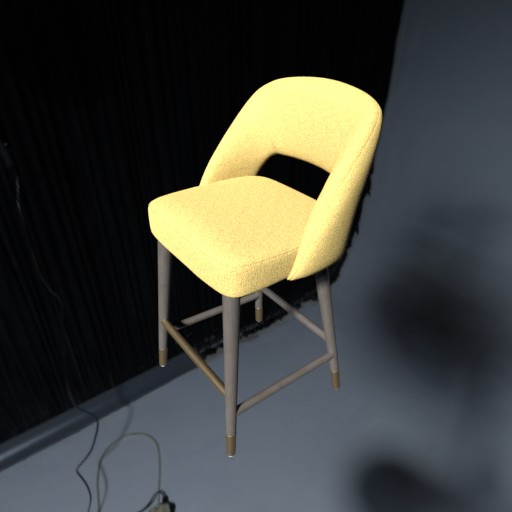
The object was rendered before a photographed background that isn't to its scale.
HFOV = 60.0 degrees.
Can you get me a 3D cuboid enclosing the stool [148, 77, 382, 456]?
[{"bbox_3d":[0.000,0.000,1.309,0.522,0.939,0.536,-20,36,-30],"label":"stool"}]
